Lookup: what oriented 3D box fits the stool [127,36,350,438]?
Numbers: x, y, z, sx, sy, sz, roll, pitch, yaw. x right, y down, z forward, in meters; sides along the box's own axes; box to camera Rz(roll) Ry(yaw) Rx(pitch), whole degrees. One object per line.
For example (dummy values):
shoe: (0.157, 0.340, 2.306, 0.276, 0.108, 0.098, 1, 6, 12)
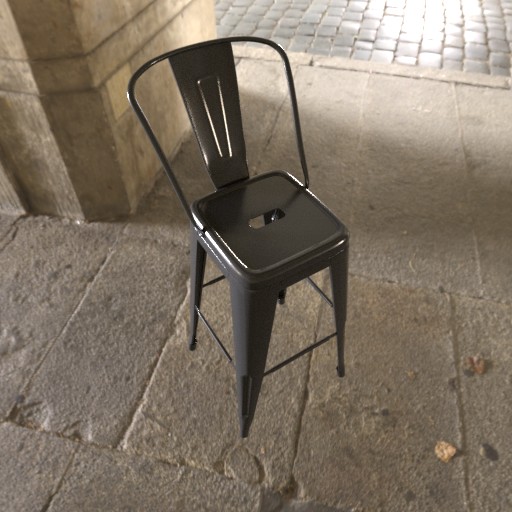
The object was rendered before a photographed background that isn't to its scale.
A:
stool: (0.000, 0.000, 1.279, 0.432, 1.022, 0.528, -25, 52, -21)
